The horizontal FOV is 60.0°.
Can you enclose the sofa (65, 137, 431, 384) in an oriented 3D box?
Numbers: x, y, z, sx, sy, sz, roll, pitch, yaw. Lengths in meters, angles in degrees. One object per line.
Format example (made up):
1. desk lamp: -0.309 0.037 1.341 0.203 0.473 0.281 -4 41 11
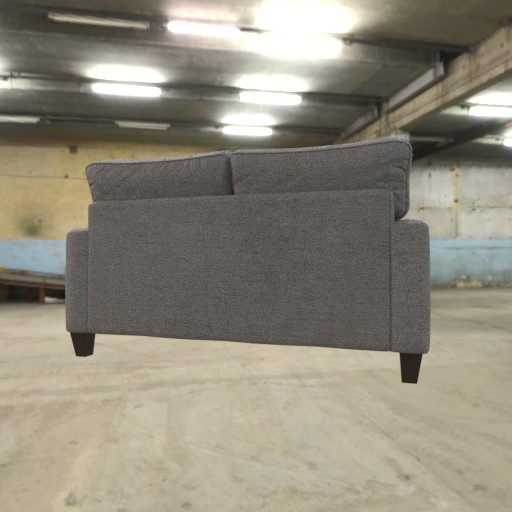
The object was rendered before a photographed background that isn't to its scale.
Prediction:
1. sofa: 0.000 0.000 2.312 1.651 0.965 0.965 0 0 17
